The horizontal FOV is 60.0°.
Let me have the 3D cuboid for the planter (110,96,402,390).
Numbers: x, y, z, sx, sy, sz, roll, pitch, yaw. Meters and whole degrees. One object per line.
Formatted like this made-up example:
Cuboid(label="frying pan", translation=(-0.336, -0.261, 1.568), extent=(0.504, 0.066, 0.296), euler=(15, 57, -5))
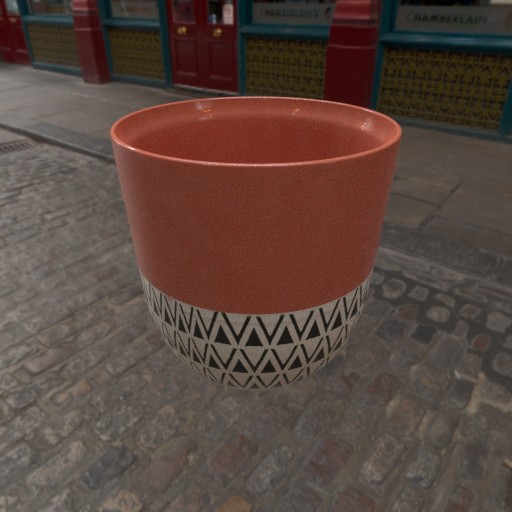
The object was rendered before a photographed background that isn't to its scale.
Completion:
Cuboid(label="planter", translation=(0.000, 0.000, 0.359), extent=(0.195, 0.214, 0.195), euler=(0, 29, 0))
